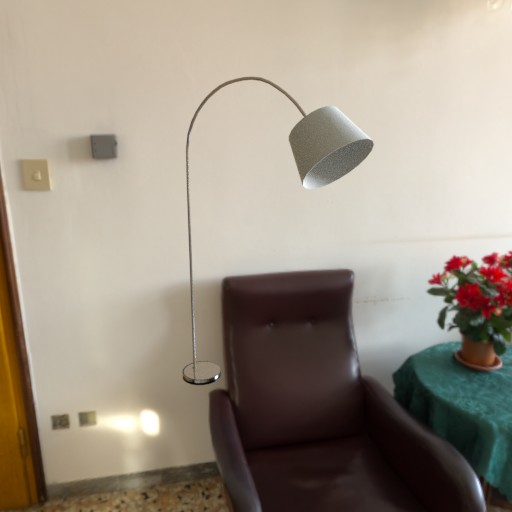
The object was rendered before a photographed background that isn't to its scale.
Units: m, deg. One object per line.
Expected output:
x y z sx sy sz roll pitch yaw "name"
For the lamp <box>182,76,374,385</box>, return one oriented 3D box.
0.000 0.000 2.756 1.445 2.098 0.406 13 20 42 "lamp"
